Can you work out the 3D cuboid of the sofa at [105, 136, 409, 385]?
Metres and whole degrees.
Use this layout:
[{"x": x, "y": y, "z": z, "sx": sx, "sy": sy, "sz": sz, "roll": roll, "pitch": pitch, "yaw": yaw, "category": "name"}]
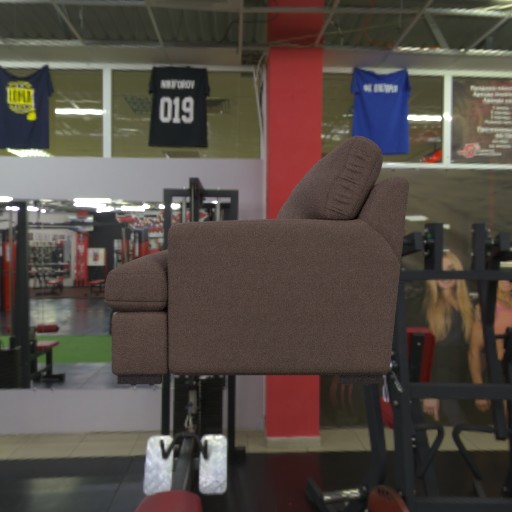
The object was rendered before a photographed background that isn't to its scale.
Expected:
[{"x": 0.000, "y": 0.000, "z": 2.525, "sx": 1.140, "sy": 0.950, "sz": 1.869, "roll": 0, "pitch": 1, "yaw": 0, "category": "sofa"}]
